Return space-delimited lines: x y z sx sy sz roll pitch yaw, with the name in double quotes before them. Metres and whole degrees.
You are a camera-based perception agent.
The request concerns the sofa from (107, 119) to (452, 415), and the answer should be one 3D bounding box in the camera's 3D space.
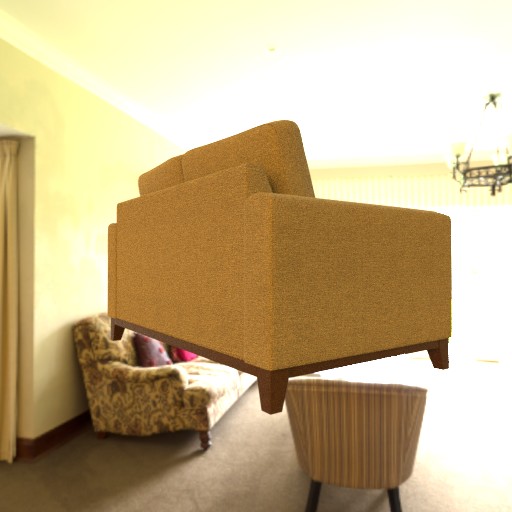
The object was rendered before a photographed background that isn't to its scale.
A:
"sofa" 0.000 0.000 2.023 0.917 0.873 1.420 0 0 -36
